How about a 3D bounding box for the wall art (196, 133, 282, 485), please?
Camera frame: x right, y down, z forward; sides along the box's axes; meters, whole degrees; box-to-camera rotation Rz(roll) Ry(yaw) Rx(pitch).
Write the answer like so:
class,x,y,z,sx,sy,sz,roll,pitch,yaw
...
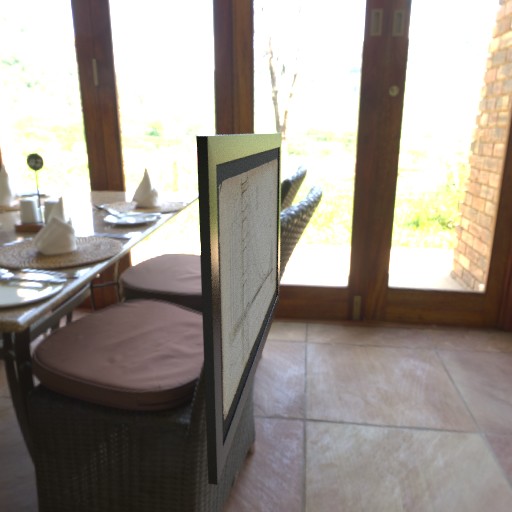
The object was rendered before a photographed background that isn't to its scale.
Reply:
class,x,y,z,sx,sy,sz,roll,pitch,yaw
wall art,0.000,0.000,0.841,0.013,0.447,0.660,3,16,10
